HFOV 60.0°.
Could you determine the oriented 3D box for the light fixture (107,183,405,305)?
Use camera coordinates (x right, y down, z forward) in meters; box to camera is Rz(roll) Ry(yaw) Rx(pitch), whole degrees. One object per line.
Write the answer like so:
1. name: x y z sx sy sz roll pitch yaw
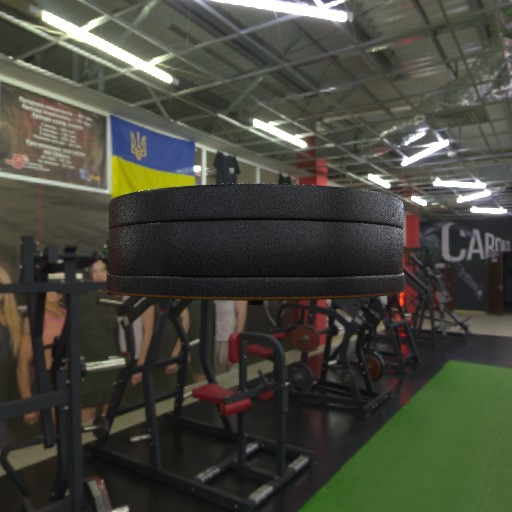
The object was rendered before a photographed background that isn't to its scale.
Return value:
1. light fixture: 0.000 0.000 0.444 0.283 0.097 0.283 0 -1 0
